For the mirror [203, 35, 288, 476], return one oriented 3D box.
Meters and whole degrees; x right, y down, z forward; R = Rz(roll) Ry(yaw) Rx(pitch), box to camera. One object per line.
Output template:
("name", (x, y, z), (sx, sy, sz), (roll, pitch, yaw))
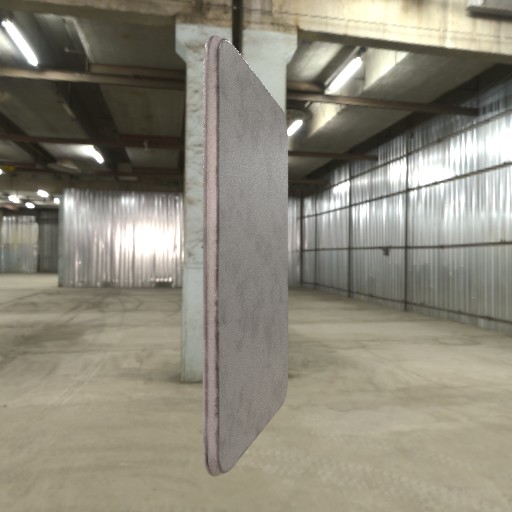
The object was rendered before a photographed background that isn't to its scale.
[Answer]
("mirror", (0.000, 0.000, 0.888), (0.024, 0.713, 0.461), (0, -1, 18))
